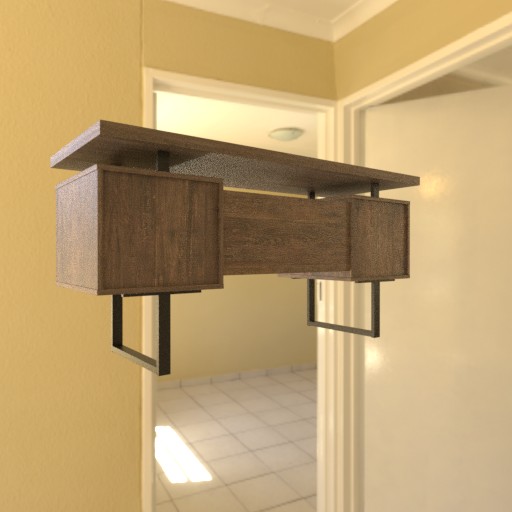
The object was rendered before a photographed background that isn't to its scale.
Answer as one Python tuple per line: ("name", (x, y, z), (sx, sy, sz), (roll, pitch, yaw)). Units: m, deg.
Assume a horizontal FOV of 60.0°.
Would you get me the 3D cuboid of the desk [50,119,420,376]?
("desk", (0.000, 0.000, 1.920), (1.524, 0.760, 0.600), (0, 0, -37))
